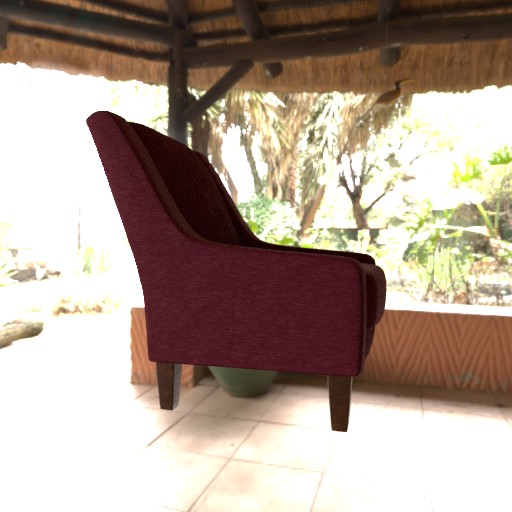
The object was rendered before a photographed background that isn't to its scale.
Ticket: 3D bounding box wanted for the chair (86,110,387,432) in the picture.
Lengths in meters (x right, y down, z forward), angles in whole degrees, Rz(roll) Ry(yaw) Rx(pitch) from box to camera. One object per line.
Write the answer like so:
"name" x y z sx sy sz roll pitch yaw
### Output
"chair" 0.000 0.000 1.743 0.985 1.017 0.793 0 2 18
